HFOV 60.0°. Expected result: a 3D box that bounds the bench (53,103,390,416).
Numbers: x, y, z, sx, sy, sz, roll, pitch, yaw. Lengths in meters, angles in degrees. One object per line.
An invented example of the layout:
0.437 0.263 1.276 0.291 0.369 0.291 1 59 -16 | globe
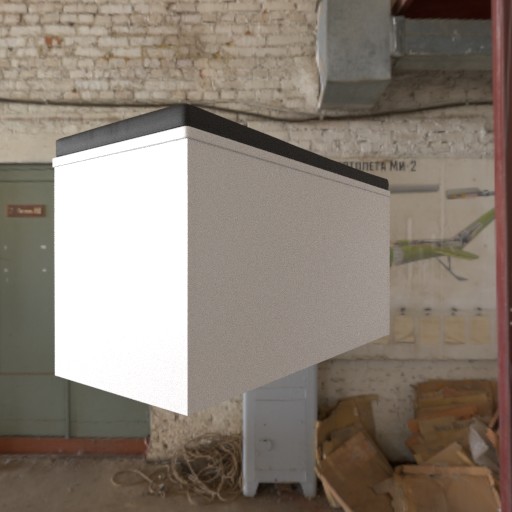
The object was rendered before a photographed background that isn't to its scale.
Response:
0.000 0.000 1.171 0.401 0.500 0.899 0 0 37 | bench
